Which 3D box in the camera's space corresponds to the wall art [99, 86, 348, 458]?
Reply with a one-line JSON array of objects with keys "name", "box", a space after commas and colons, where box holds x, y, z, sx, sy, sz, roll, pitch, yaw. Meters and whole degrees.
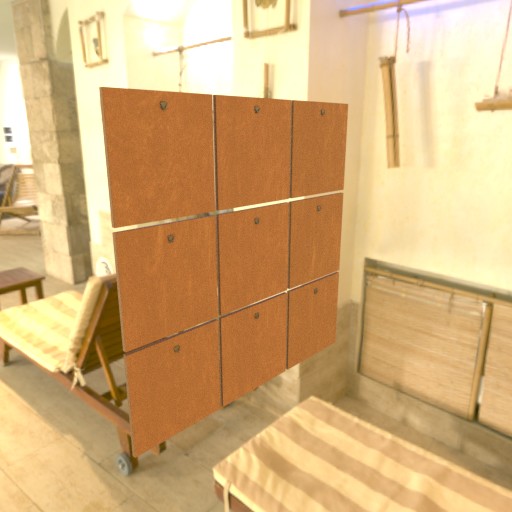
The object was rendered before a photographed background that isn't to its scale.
[{"name": "wall art", "box": [0.000, 0.000, 1.353, 0.018, 0.913, 0.915, 15, 22, 42]}]
